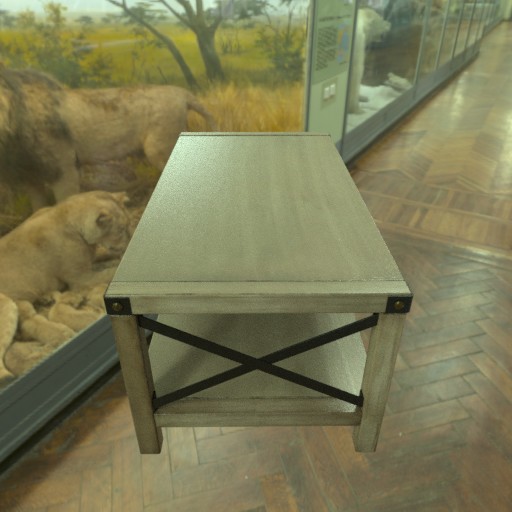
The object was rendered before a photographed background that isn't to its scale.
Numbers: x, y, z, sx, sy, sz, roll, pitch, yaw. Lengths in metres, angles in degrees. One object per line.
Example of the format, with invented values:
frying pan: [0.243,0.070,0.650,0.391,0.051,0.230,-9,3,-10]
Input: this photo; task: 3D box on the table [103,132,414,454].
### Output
table: [0.000,0.000,1.320,0.559,0.456,1.016,0,32,0]
